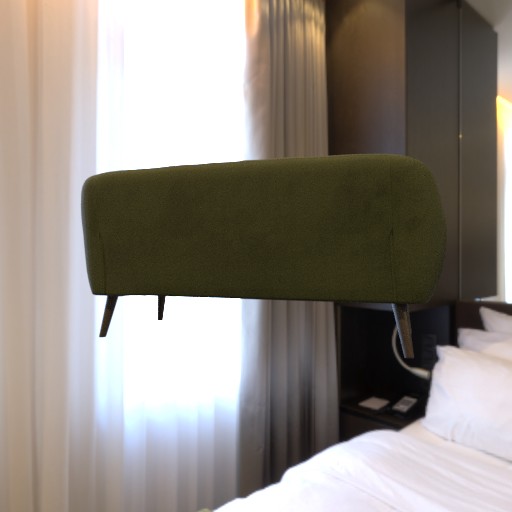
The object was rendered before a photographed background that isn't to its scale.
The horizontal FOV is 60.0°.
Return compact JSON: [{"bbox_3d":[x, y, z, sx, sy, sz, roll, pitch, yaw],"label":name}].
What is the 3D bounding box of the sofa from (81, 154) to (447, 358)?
[{"bbox_3d":[0.000,0.000,2.317,1.840,0.836,0.820,0,0,18],"label":"sofa"}]
